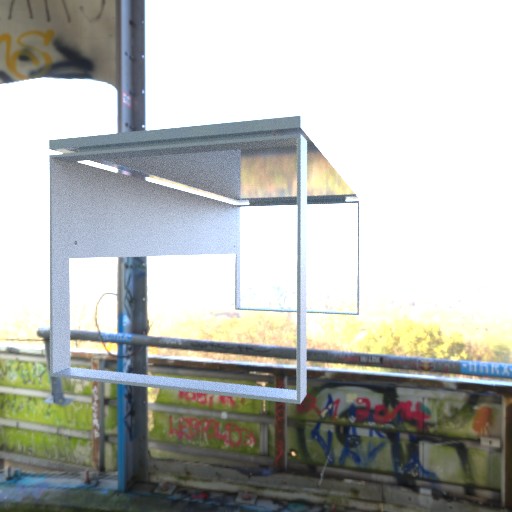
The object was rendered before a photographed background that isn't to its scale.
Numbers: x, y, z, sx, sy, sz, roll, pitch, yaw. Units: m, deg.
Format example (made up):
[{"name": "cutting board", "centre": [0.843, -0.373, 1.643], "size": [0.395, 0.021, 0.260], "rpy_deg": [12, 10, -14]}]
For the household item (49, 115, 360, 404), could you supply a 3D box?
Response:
[{"name": "household item", "centre": [0.000, 0.000, 2.067], "size": [0.800, 0.745, 1.700], "rpy_deg": [0, 1, 18]}]
